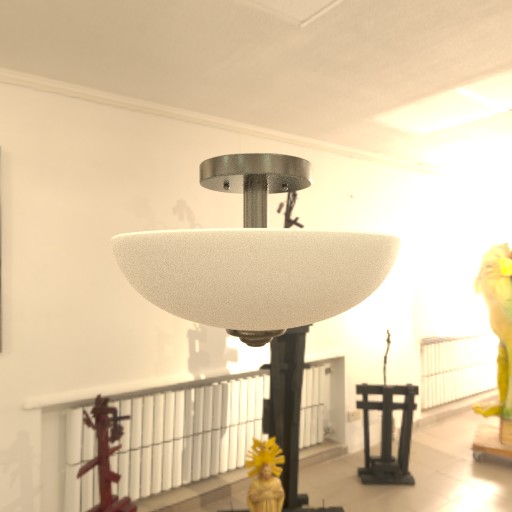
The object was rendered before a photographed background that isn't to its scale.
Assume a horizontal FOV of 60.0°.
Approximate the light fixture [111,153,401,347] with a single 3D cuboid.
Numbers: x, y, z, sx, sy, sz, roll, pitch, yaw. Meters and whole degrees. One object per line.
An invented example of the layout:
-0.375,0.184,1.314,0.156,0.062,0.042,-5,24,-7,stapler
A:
0.000,0.000,0.529,0.330,0.214,0.330,0,-1,0,light fixture
